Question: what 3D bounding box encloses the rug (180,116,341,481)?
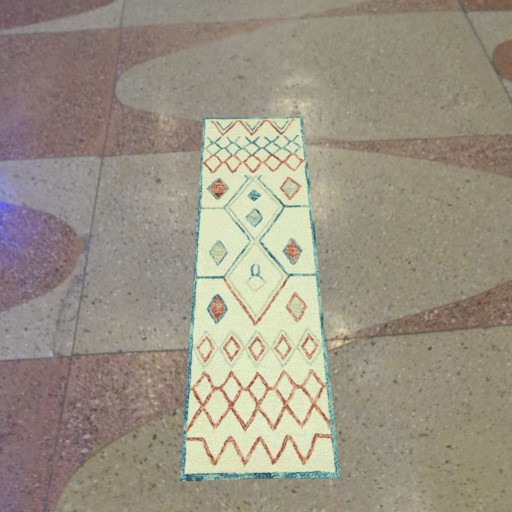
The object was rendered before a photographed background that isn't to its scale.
[{"bbox_3d":[0.000,0.000,2.694,0.750,0.011,2.435,-1,59,-1],"label":"rug"}]
